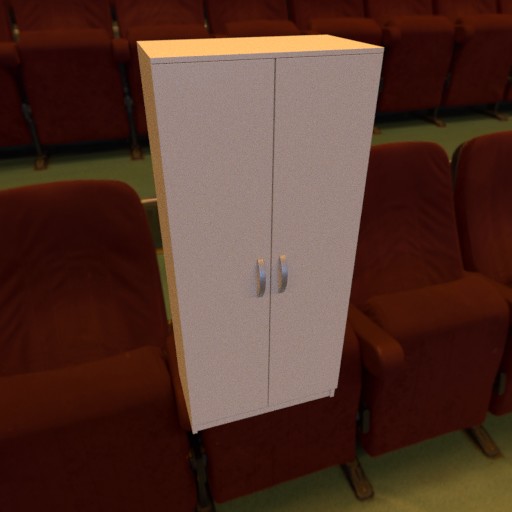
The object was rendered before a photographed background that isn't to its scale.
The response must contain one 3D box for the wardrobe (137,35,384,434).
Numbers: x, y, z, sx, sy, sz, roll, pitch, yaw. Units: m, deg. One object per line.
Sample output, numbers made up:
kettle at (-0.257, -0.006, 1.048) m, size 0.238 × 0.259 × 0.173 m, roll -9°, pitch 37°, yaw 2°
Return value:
wardrobe at (0.000, 0.000, 1.965) m, size 0.760 × 1.700 × 0.470 m, roll -10°, pitch 33°, yaw -15°
